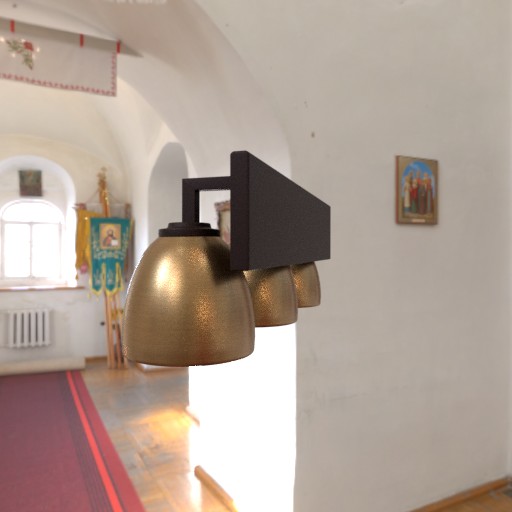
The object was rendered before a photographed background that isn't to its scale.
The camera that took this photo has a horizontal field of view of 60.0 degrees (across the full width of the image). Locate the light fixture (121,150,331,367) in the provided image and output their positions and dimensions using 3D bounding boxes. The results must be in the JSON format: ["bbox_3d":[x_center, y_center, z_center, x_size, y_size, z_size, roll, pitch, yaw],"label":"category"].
[{"bbox_3d":[0.000,0.000,0.693,0.157,0.204,0.582,0,1,17],"label":"light fixture"}]
